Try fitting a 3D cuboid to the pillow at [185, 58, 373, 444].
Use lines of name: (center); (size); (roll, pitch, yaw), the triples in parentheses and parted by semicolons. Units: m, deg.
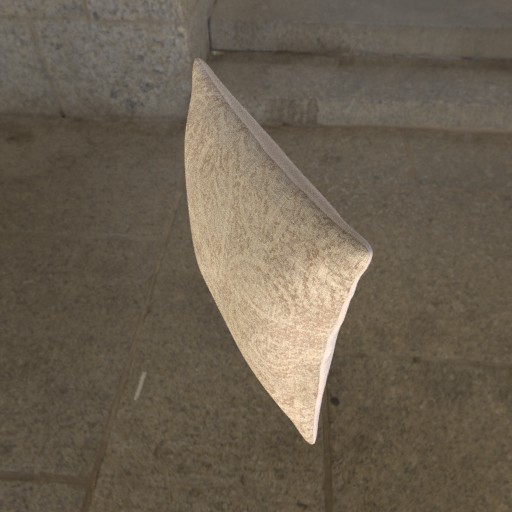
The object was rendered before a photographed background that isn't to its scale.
pillow: (0.000, 0.000, 0.790); (0.166, 0.510, 0.523); (-19, 50, -17)
